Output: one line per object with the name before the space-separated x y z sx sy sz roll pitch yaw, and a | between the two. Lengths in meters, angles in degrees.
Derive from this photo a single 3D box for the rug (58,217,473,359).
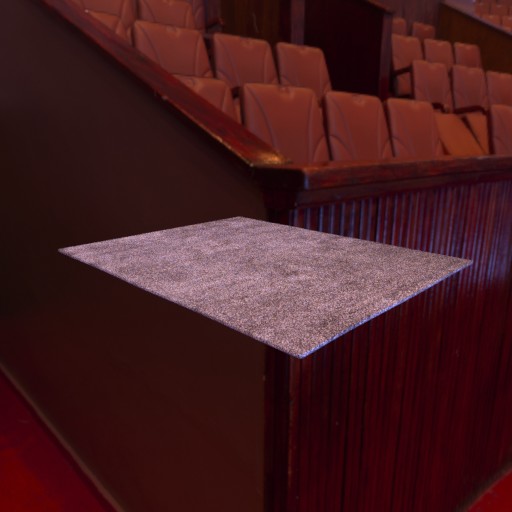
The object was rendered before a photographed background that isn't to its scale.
rug | 0.000 0.000 4.077 3.000 0.025 2.401 15 21 43
